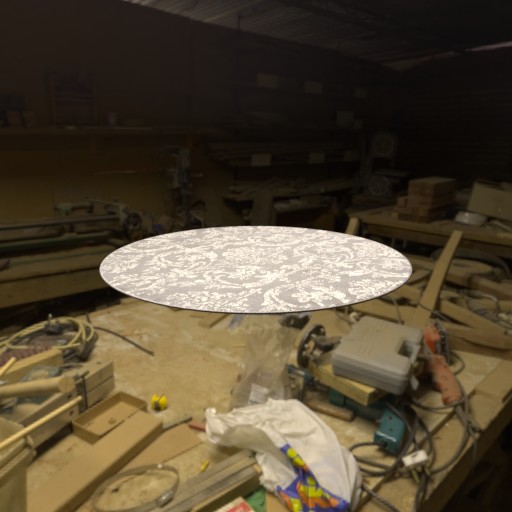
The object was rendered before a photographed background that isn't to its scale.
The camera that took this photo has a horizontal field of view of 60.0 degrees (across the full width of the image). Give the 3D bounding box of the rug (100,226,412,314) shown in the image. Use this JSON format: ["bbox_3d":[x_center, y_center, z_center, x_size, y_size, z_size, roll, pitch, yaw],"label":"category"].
[{"bbox_3d":[0.000,0.000,2.383,1.593,0.012,1.593,0,15,0],"label":"rug"}]
